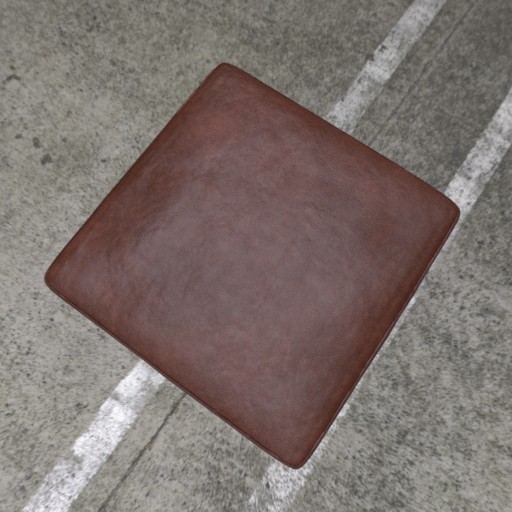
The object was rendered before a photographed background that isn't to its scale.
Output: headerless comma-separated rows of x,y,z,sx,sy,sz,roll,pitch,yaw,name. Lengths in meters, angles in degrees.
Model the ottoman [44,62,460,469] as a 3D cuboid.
0.000,0.000,1.322,0.844,0.415,0.836,34,79,8,ottoman
